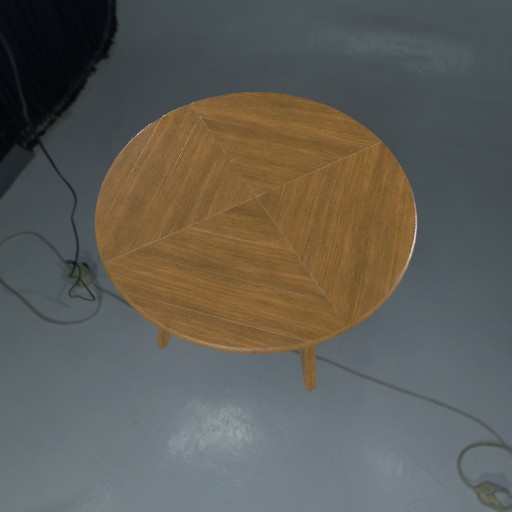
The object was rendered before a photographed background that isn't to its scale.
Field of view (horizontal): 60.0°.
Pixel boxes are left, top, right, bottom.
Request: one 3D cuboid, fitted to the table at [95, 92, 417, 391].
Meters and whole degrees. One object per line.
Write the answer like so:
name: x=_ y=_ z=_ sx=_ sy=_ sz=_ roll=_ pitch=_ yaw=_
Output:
table: x=0.000 y=0.000 z=1.788 sx=1.055 sy=0.757 sz=1.055 roll=0 pitch=59 yaw=0
